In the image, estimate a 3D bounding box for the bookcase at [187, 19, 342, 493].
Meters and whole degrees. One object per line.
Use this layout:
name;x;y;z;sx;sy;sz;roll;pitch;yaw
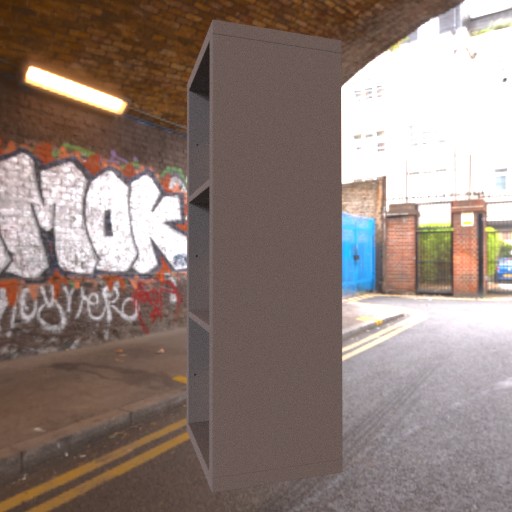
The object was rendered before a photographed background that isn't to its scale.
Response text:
bookcase;0.000;0.000;1.245;0.330;1.080;0.390;0;-1;-17
